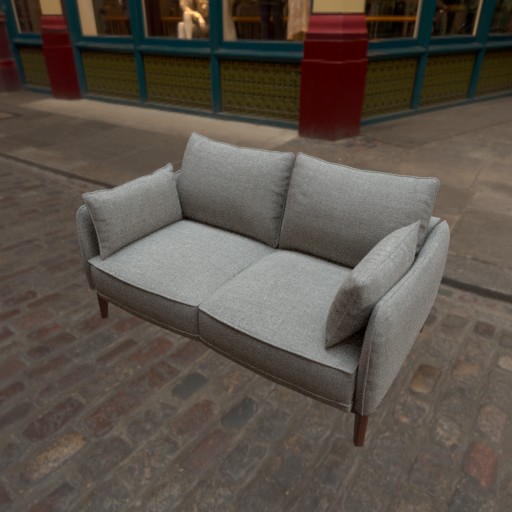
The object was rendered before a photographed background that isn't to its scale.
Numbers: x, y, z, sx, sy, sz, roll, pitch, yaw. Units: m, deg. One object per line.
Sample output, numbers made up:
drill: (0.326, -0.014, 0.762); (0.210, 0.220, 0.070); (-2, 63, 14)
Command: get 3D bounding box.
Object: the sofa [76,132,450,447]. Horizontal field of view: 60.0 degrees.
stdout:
sofa: (0.000, 0.000, 2.136); (1.580, 0.851, 0.972); (18, 34, 29)
